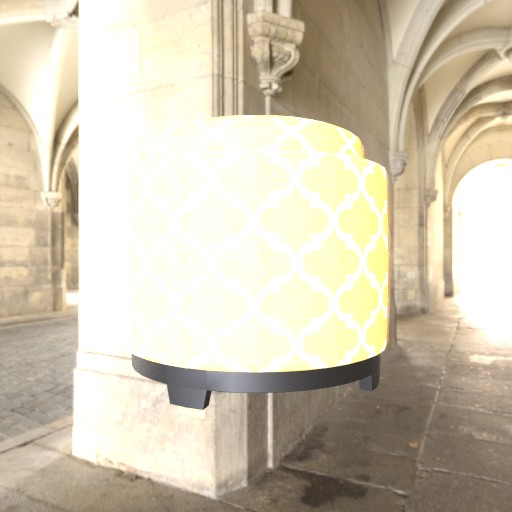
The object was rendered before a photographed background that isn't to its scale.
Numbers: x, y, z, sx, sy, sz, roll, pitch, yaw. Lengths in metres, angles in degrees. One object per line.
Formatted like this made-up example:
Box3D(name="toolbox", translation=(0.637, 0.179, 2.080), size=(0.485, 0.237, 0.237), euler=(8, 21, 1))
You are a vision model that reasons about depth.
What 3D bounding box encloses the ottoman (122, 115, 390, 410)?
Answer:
Box3D(name="ottoman", translation=(0.000, 0.000, 0.827), size=(0.480, 0.429, 0.480), euler=(0, 0, 0))
